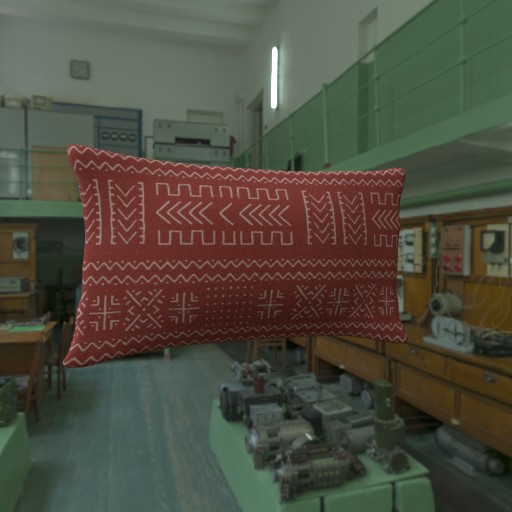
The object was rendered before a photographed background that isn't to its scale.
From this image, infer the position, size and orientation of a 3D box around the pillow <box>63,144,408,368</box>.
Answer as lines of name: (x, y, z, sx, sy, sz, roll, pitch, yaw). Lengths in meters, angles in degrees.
pillow: (0.000, 0.000, 0.799, 0.640, 0.352, 0.130, 0, 1, -19)
